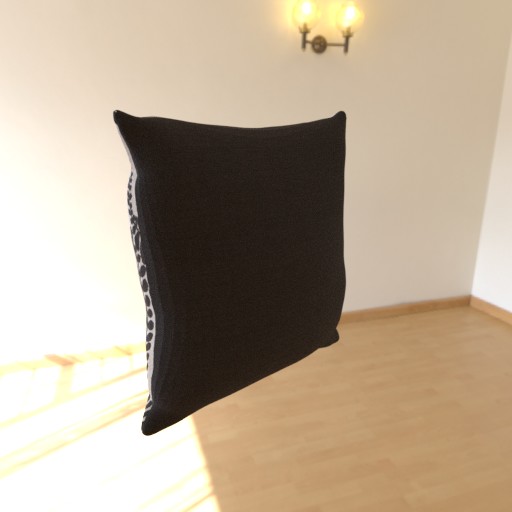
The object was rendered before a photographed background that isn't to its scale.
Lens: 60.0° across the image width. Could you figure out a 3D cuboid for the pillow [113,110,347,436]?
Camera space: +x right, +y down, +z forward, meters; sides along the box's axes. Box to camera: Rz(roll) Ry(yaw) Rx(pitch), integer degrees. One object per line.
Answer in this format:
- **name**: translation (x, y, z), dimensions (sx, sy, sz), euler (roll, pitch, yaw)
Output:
- **pillow**: translation (0.000, 0.000, 0.695), dimensions (0.440, 0.441, 0.182), euler (-15, 22, -41)
